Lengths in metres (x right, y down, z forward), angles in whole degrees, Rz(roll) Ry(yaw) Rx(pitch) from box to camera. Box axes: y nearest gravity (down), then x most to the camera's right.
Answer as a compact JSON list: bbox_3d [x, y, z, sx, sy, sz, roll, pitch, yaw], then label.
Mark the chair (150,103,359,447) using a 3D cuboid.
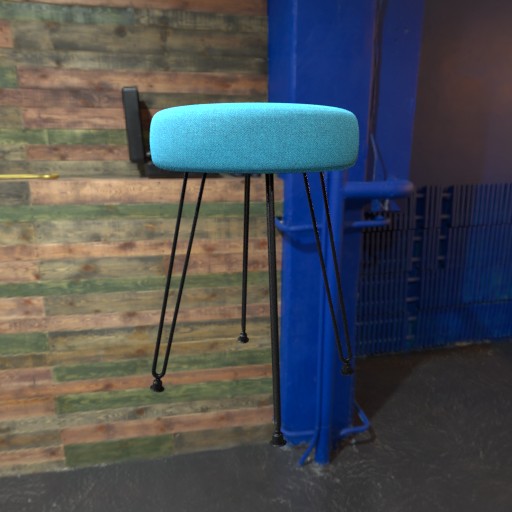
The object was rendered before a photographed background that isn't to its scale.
[{"bbox_3d":[0.000,0.000,0.695,0.350,0.440,0.350,-2,14,-9],"label":"chair"}]
